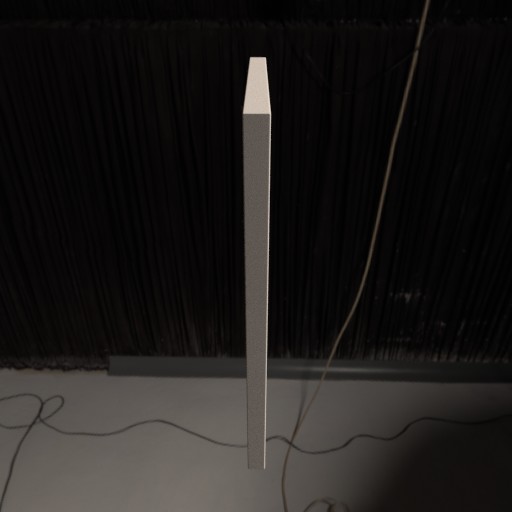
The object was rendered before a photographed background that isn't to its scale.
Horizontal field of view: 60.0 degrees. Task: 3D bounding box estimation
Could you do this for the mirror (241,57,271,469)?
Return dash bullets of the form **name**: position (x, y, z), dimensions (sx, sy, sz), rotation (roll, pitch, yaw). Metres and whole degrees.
- **mirror**: position (0.000, 0.000, 0.938), dimensions (0.039, 0.710, 0.507), rotation (0, 31, 0)
